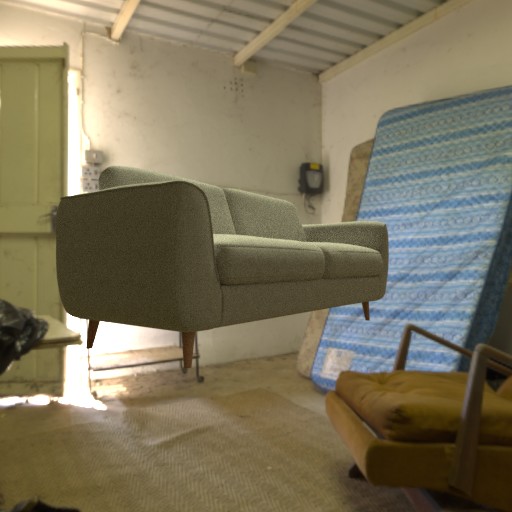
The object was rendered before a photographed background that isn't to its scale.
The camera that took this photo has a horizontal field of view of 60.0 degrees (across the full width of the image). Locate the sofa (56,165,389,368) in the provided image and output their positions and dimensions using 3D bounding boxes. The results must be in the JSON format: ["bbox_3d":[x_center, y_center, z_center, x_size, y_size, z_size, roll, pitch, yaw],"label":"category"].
[{"bbox_3d":[0.000,0.000,2.505,0.920,0.850,2.000,-1,-1,36],"label":"sofa"}]
